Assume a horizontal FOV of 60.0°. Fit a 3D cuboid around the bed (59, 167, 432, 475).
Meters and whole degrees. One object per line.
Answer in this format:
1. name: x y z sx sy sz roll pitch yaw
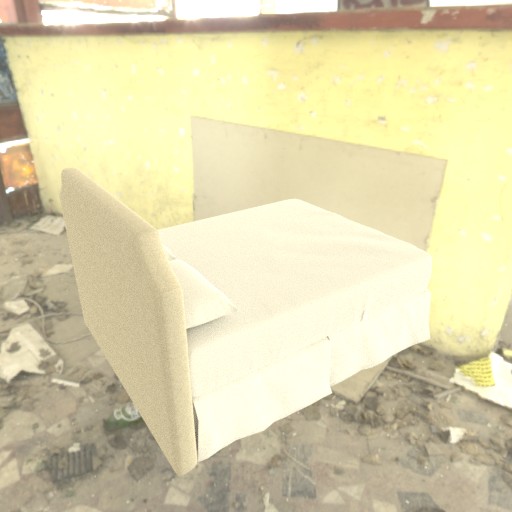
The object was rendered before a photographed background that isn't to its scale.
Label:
1. bed: 0.000 0.000 3.118 2.116 1.290 1.693 -17 31 -31
